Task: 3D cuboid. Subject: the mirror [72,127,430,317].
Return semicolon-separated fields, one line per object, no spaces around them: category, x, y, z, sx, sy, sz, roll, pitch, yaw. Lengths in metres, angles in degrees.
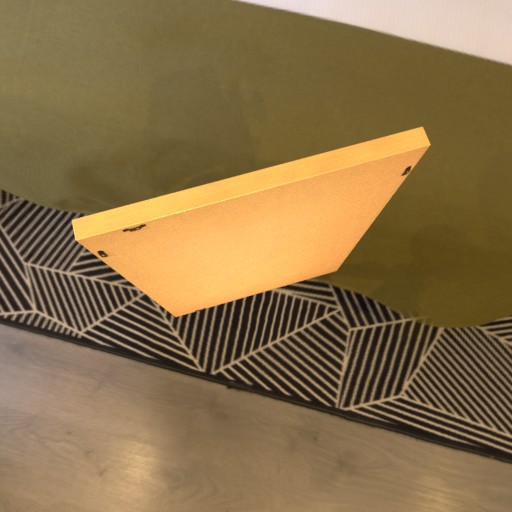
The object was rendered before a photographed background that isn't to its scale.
mirror;0.000;0.000;1.175;0.609;0.915;0.041;-16;75;-4
